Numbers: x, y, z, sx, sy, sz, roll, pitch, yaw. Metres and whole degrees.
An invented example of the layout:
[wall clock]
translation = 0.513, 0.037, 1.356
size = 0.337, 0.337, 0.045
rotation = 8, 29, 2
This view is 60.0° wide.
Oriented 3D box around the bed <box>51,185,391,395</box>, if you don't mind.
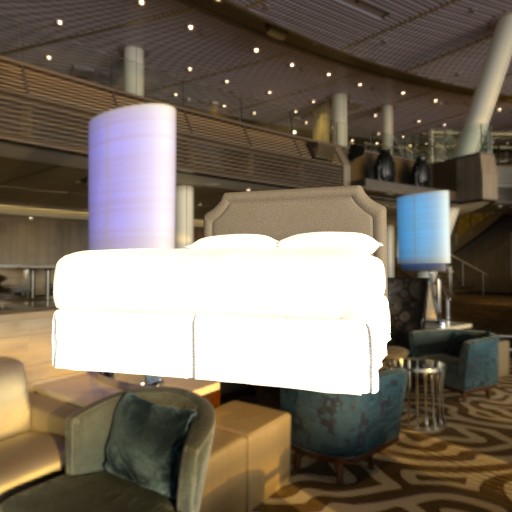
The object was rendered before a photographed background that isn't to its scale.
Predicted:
[bed]
translation = 0.000, 0.000, 3.844
size = 2.194, 1.561, 2.536
rotation = 0, -2, 18
